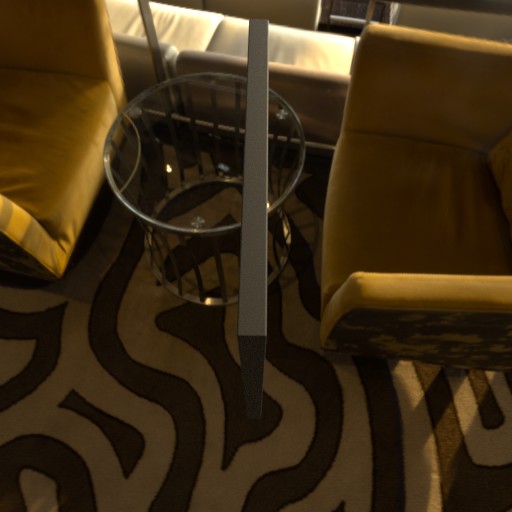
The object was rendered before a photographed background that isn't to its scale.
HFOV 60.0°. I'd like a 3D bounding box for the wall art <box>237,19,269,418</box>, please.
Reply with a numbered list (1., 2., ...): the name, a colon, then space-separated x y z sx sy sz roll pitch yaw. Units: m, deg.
1. wall art: 0.000 0.000 0.762 0.028 0.558 0.457 1 62 0
